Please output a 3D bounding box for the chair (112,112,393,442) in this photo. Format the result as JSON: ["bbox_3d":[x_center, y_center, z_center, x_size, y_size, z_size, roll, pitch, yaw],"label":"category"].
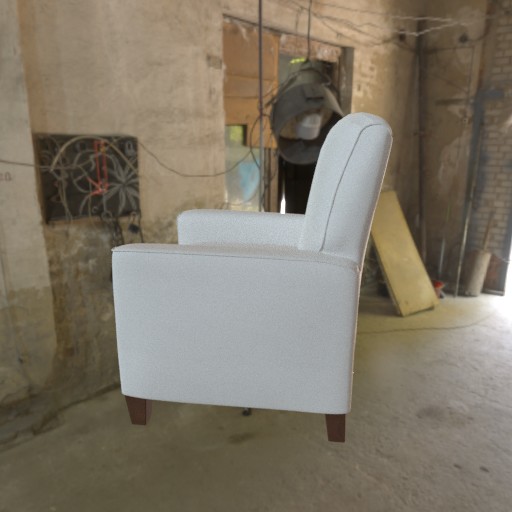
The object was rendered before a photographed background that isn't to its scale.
[{"bbox_3d":[0.000,0.000,1.700,0.858,1.028,0.841,2,15,7],"label":"chair"}]
